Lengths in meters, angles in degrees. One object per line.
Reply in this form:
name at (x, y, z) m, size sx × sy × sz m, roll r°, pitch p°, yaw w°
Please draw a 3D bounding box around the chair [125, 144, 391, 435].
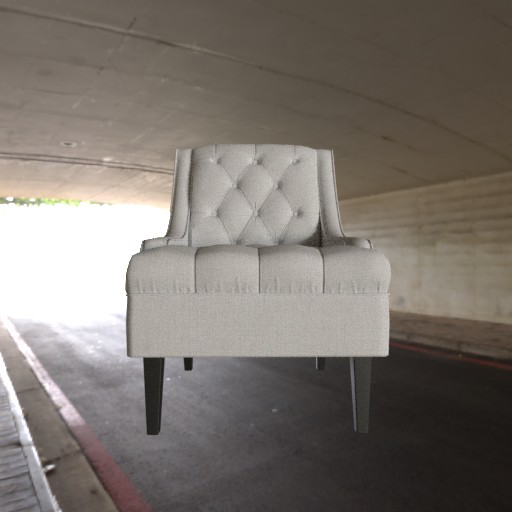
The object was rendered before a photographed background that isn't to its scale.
chair at (0.000, 0.000, 1.419) m, size 0.658 × 0.891 × 0.772 m, roll 0°, pitch -1°, yaw -1°
